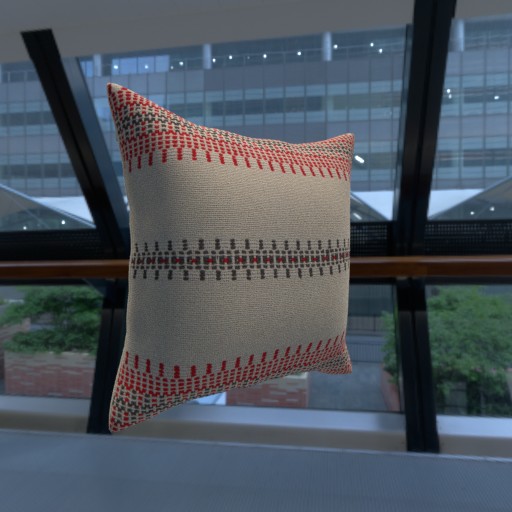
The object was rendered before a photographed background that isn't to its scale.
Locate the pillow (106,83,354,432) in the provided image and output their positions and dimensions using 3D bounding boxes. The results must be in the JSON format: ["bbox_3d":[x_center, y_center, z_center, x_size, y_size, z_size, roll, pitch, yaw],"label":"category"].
[{"bbox_3d":[0.000,0.000,0.703,0.463,0.454,0.160,-1,2,-36],"label":"pillow"}]
